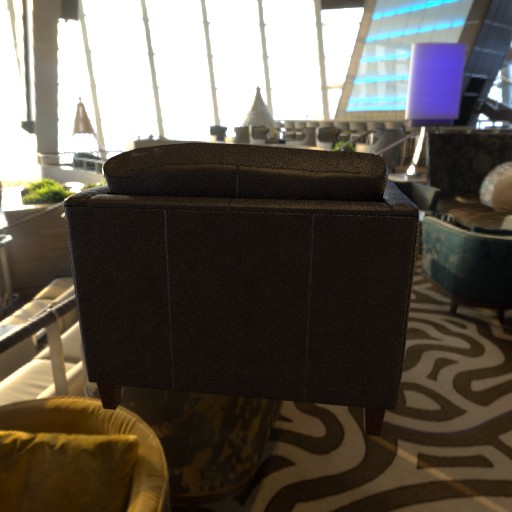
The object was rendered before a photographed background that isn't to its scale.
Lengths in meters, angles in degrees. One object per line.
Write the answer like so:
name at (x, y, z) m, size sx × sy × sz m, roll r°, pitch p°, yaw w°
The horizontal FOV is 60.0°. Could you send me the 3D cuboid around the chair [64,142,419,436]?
chair at (0.000, 0.000, 1.591) m, size 0.939 × 0.811 × 0.862 m, roll 3°, pitch 17°, yaw 8°
